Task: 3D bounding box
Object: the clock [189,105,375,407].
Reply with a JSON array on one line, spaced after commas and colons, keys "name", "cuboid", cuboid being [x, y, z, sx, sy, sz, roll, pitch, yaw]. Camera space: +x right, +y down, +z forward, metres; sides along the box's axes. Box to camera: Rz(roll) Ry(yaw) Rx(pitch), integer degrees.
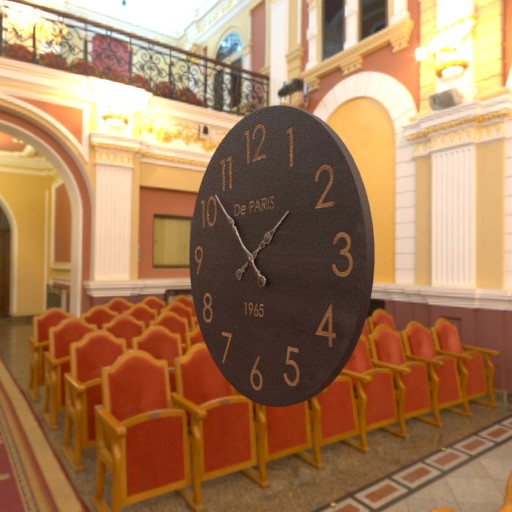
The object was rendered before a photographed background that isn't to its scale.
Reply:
[{"name": "clock", "cuboid": [0.000, 0.000, 0.910, 0.029, 0.595, 0.595, 0, -1, -35]}]
